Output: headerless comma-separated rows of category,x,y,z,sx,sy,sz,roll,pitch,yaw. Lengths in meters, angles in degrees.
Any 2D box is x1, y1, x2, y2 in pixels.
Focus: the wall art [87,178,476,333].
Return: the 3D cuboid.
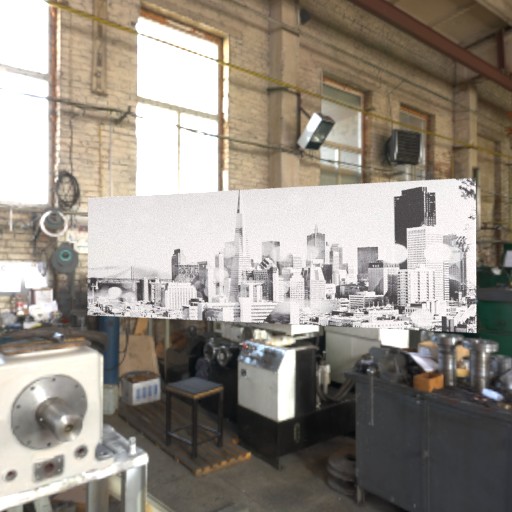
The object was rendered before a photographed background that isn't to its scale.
wall art,0.000,0.000,1.698,1.520,0.507,0.039,0,-1,18
